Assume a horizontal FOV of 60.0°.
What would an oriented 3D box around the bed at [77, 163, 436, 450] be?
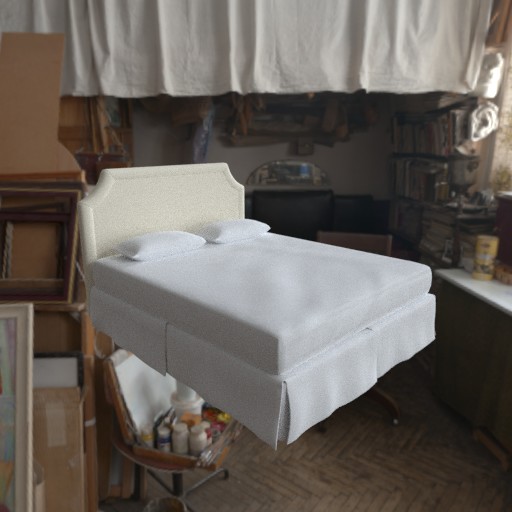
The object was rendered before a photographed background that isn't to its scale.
[{"bbox_3d":[0.000,0.000,4.269,2.773,1.590,2.350,14,21,43],"label":"bed"}]
